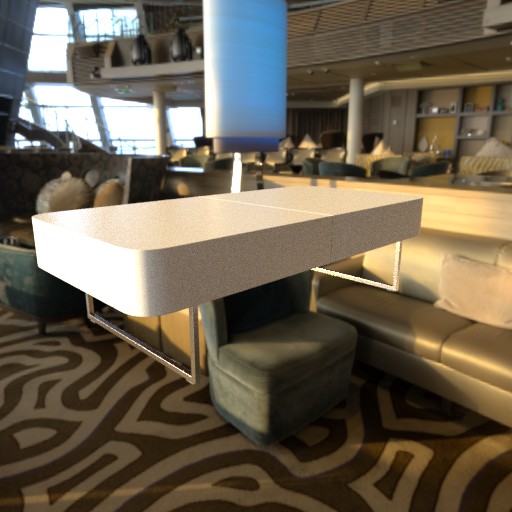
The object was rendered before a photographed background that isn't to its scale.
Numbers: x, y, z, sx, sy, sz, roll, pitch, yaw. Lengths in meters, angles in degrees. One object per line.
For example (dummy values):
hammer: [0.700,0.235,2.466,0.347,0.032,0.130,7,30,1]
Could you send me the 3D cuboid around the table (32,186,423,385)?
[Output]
table: [0.000,0.000,1.464,1.200,0.340,0.600,-14,20,-43]
